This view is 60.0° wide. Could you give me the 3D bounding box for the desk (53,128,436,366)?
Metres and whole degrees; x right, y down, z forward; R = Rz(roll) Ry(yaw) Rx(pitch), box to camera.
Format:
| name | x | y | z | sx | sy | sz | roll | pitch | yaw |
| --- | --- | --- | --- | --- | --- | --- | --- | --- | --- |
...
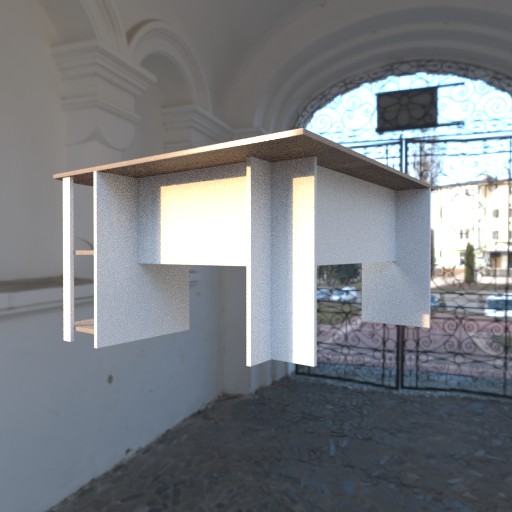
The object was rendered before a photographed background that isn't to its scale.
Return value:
| name | x | y | z | sx | sy | sz | roll | pitch | yaw |
| --- | --- | --- | --- | --- | --- | --- | --- | --- | --- |
| desk | 0.000 | 0.000 | 2.122 | 1.303 | 0.716 | 1.361 | 0 | 1 | 36 |
